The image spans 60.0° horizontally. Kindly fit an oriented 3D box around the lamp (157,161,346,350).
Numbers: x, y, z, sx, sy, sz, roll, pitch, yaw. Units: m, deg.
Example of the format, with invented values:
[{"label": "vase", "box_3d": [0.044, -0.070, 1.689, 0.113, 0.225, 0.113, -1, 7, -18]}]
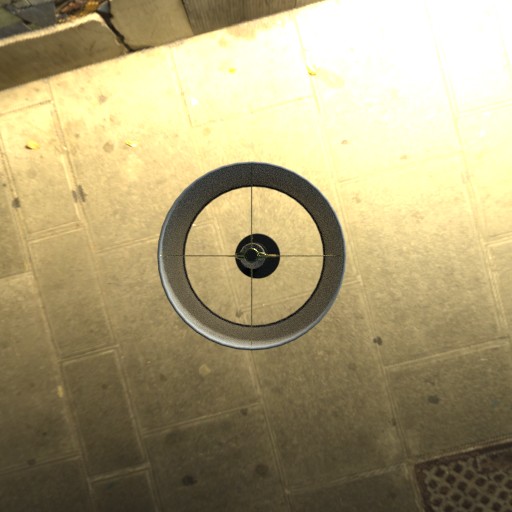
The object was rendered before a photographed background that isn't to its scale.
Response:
[{"label": "lamp", "box_3d": [0.000, 0.000, 1.629, 0.381, 1.480, 0.381, 0, 90, 1]}]
